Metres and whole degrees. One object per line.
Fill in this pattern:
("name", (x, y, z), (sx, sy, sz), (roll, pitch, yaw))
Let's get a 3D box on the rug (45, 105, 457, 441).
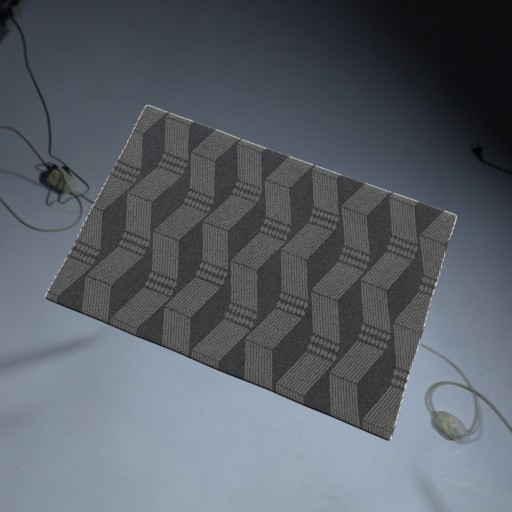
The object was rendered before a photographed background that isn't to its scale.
("rug", (0.000, 0.000, 2.305), (1.833, 0.016, 1.210), (21, 76, 6))
